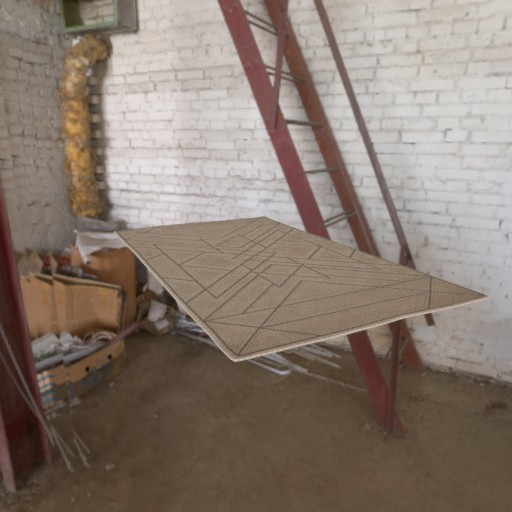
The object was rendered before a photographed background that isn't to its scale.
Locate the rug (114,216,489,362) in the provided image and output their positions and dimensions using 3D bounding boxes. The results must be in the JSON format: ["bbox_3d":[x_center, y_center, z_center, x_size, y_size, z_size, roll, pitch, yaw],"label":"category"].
[{"bbox_3d":[0.000,0.000,1.062,0.511,0.008,0.869,-8,18,-26],"label":"rug"}]
